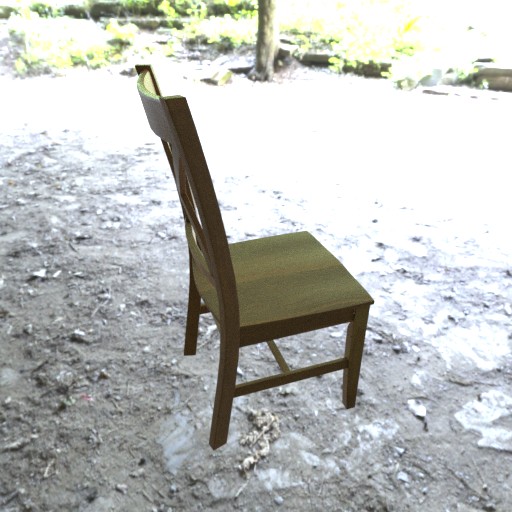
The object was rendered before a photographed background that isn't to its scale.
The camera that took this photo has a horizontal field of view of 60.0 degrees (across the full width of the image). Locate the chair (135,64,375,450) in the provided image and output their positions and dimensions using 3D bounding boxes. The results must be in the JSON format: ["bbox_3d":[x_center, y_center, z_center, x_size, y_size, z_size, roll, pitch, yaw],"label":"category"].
[{"bbox_3d":[0.000,0.000,1.273,0.542,0.983,0.485,-10,32,-16],"label":"chair"}]
